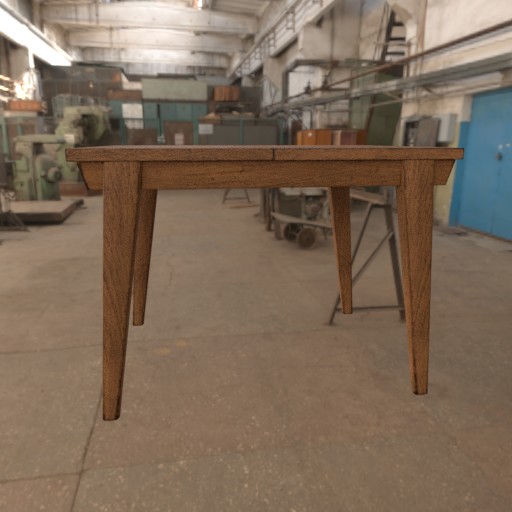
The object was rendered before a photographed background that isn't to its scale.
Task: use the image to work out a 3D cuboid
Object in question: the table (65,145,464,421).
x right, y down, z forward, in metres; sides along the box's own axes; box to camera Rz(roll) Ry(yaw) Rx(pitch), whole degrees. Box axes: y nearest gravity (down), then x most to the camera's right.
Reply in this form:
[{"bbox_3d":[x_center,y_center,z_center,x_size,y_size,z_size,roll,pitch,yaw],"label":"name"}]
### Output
[{"bbox_3d":[0.000,0.000,1.583,1.027,0.760,0.757,-2,15,-8],"label":"table"}]
